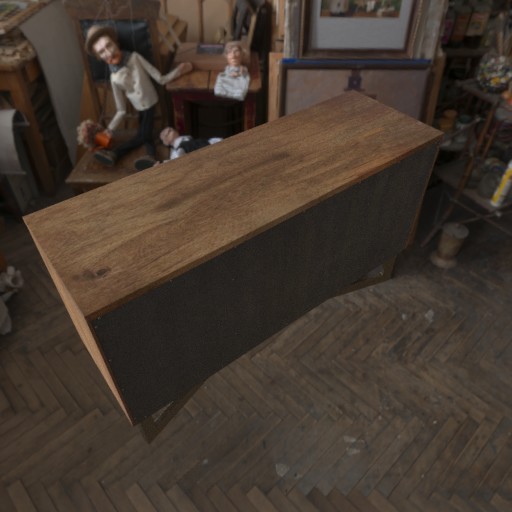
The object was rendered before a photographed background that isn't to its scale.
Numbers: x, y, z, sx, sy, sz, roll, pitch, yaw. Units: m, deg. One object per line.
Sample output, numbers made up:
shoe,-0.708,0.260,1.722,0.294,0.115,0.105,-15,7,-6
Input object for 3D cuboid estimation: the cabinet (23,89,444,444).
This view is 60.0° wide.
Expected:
cabinet,0.000,0.000,1.743,1.373,0.812,0.480,-29,51,-26
